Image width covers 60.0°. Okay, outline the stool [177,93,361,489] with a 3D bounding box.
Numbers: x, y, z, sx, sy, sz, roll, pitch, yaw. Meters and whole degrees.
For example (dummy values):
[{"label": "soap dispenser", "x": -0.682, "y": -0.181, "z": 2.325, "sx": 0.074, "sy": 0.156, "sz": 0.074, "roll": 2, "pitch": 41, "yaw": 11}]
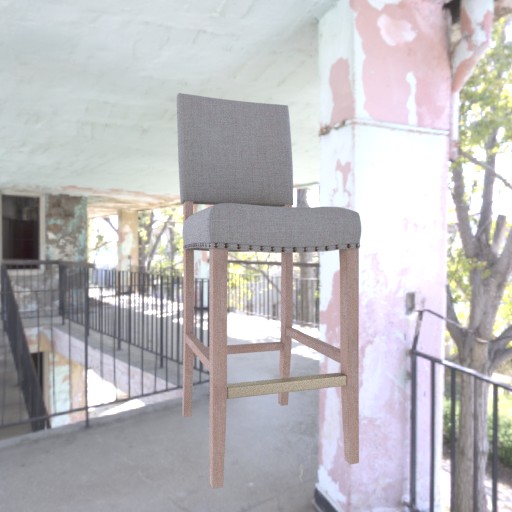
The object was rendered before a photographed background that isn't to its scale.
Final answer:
[{"label": "stool", "x": 0.000, "y": 0.000, "z": 1.448, "sx": 0.445, "sy": 1.173, "sz": 0.585, "roll": 0, "pitch": 1, "yaw": -19}]
